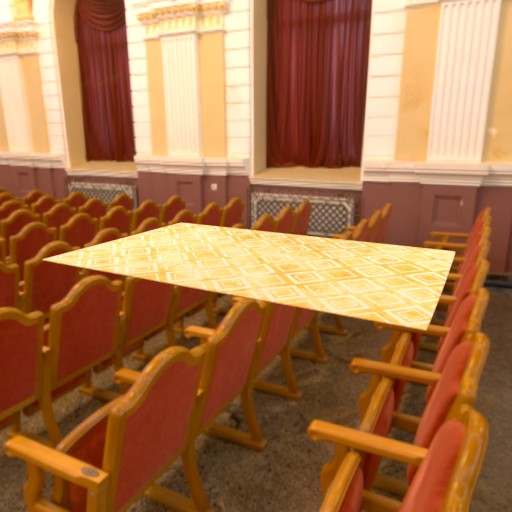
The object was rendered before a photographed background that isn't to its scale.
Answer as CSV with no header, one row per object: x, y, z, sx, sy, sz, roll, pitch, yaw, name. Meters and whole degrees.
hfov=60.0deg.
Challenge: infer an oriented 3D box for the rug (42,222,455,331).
0.000,0.000,3.054,2.424,0.010,1.511,8,17,27,rug
